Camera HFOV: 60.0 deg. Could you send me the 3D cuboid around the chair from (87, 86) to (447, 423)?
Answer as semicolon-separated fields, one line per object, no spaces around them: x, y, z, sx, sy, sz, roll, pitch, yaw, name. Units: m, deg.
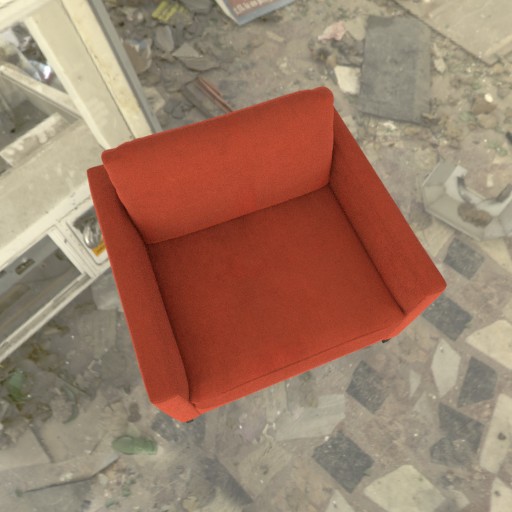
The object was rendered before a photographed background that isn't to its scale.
0.000;0.000;1.624;0.964;0.812;0.875;-20;65;-9;chair
